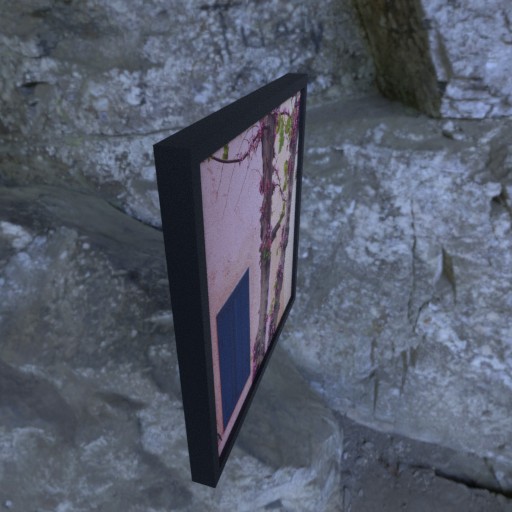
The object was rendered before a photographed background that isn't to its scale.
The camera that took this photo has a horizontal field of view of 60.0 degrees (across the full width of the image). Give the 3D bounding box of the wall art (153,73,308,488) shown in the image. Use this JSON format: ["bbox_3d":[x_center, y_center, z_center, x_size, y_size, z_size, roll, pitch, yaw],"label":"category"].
[{"bbox_3d":[0.000,0.000,0.743,0.038,0.508,0.508,9,31,15],"label":"wall art"}]
